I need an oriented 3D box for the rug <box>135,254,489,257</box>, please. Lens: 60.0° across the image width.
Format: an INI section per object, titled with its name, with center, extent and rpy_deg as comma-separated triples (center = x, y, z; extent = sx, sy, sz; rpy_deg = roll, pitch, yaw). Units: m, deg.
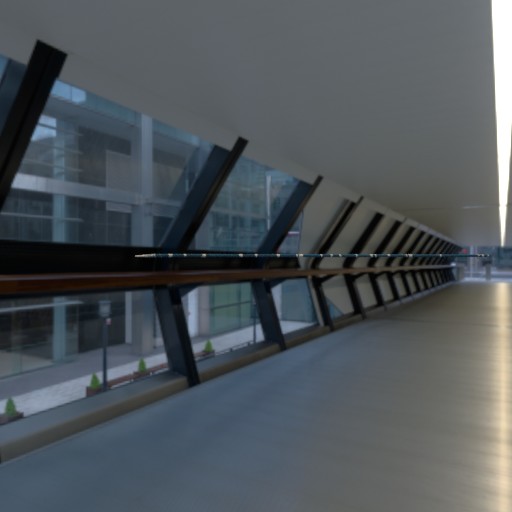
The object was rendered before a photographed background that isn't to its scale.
[rug]
center = 0.000, 0.000, 2.989
extent = 1.517, 0.011, 2.435
rpy_deg = 0, 0, -17
